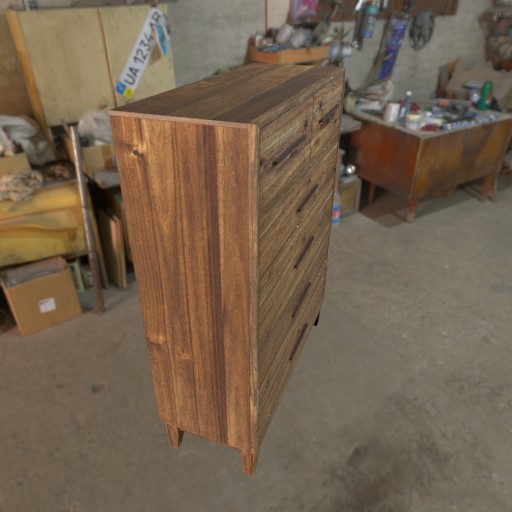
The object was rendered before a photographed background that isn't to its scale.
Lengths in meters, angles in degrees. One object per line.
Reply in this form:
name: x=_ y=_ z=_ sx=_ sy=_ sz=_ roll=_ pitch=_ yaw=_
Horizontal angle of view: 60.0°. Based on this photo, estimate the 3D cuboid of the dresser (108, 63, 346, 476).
dresser: x=0.000 y=0.000 z=1.899 sx=0.442 sy=1.393 sz=1.062 roll=11 pitch=32 yaw=18
